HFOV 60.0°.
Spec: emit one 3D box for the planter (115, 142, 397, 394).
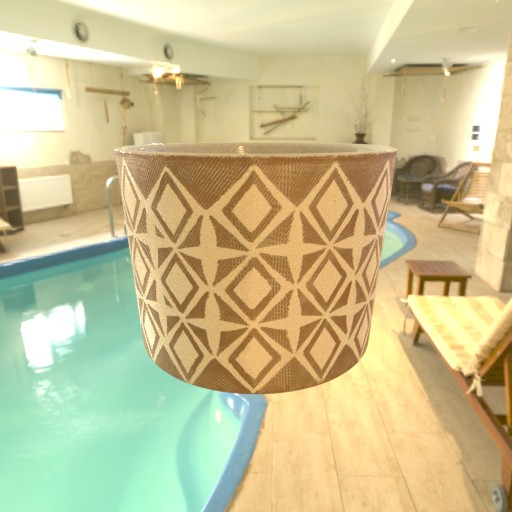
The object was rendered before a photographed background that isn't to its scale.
[{"bbox_3d":[0.000,0.000,0.457,0.260,0.220,0.260,0,16,0],"label":"planter"}]
